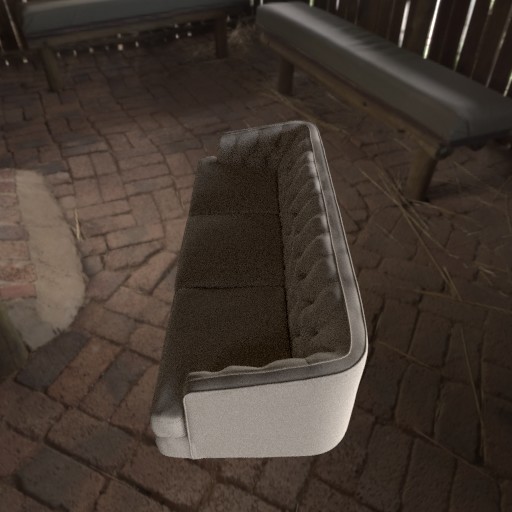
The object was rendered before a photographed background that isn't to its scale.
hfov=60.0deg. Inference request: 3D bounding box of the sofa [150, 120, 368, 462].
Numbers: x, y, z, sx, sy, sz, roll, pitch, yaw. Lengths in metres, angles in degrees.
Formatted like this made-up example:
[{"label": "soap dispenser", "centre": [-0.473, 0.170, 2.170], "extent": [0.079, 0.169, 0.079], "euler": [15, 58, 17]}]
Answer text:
[{"label": "sofa", "centre": [0.000, 0.000, 2.685], "extent": [0.913, 0.788, 2.235], "euler": [0, 41, 0]}]
